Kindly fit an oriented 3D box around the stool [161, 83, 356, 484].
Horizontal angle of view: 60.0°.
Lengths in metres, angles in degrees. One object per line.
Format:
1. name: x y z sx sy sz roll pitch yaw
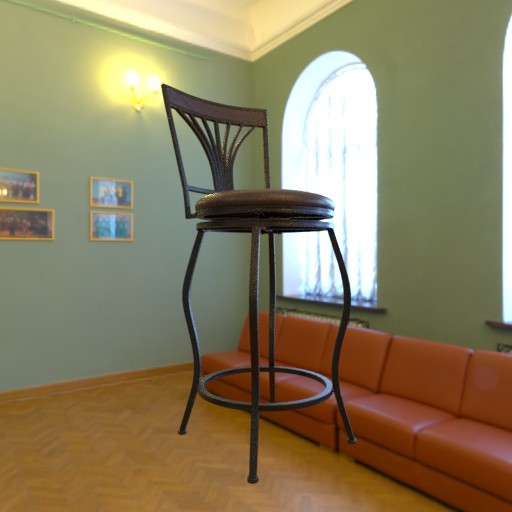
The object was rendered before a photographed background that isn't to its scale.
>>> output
1. stool: 0.000 0.000 1.393 0.433 1.117 0.514 0 0 -37
